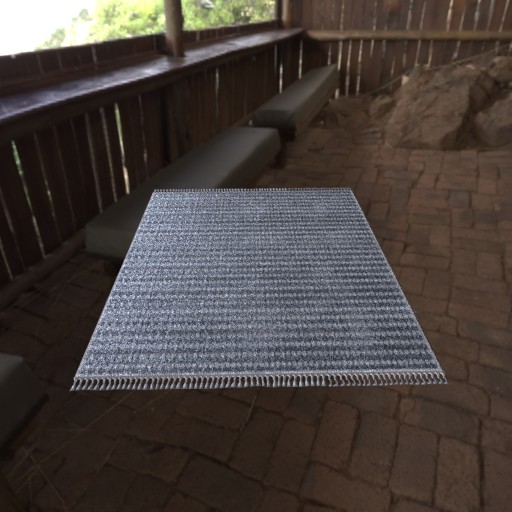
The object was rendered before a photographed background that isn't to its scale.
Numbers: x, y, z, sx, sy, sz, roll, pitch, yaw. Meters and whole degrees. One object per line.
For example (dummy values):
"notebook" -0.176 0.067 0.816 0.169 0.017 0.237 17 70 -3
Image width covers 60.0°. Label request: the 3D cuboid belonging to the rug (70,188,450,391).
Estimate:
"rug" 0.000 0.000 3.849 2.256 0.013 2.910 -1 32 -1
